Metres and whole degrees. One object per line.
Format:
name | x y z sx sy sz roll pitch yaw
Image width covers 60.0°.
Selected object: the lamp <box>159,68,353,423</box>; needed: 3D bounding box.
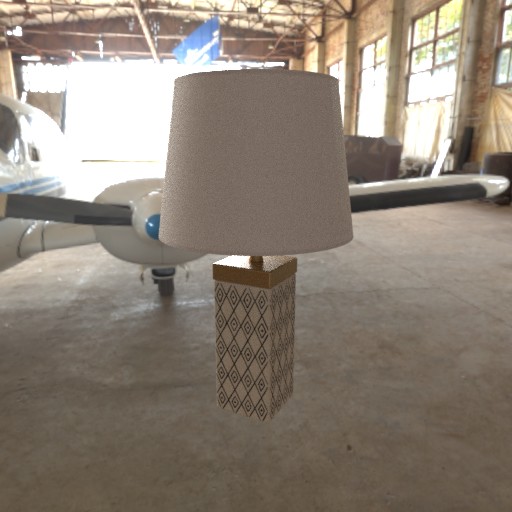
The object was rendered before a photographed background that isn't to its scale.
lamp | 0.000 0.000 0.592 0.251 0.435 0.251 0 14 0
